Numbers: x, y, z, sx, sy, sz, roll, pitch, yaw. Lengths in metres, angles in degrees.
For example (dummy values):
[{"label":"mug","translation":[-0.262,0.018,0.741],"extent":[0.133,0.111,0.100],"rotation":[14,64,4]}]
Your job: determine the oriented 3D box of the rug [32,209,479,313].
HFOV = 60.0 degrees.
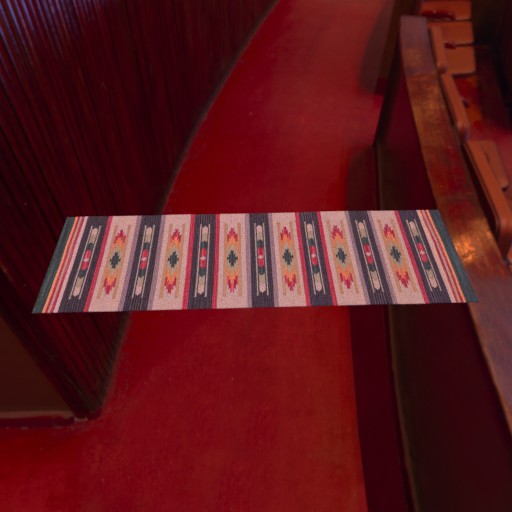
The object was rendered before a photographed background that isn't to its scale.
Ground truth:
[{"label":"rug","translation":[0.000,0.000,2.664],"extent":[2.440,0.009,0.760],"rotation":[-1,48,-1]}]
